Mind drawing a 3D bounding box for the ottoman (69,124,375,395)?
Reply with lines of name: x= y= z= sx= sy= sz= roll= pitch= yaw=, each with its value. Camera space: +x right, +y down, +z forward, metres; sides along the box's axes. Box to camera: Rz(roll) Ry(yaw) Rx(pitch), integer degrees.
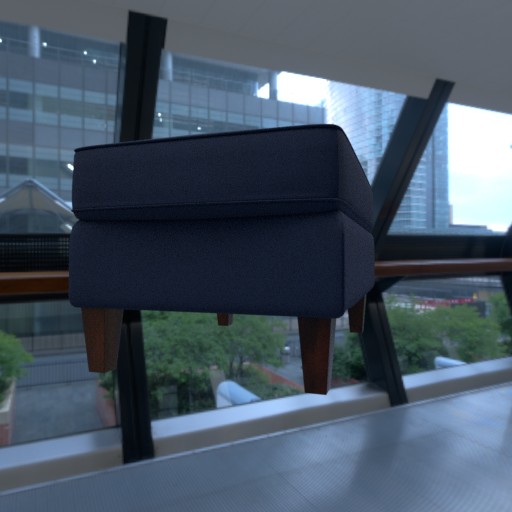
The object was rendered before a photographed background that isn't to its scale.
ottoman: x=0.000 y=0.000 z=1.422 sx=0.686 sy=0.584 sz=0.965 roll=0 pitch=0 yaw=19
